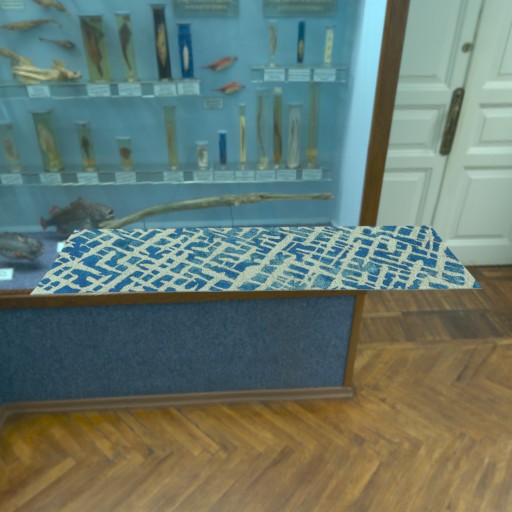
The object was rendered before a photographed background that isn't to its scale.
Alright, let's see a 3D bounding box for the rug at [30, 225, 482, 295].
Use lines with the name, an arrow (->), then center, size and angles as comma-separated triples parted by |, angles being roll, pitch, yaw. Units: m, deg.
rug -> 0.000, 0.000, 2.715 | 2.446, 0.011, 0.768 | -1, 30, -1
